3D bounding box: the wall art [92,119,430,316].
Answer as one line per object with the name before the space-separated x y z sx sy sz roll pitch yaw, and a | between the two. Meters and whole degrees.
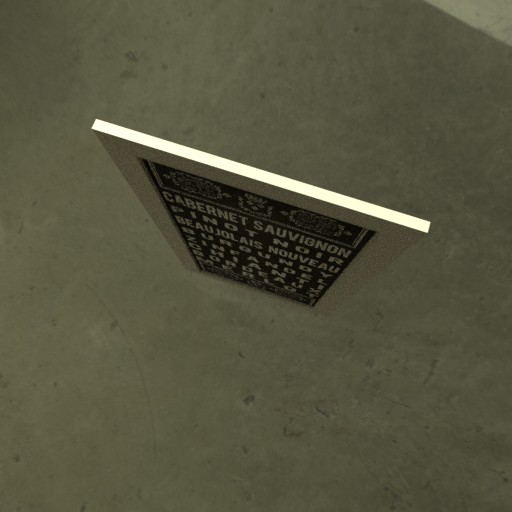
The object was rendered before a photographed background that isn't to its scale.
wall art | 0.000 0.000 0.806 0.380 0.683 0.013 18 76 5
